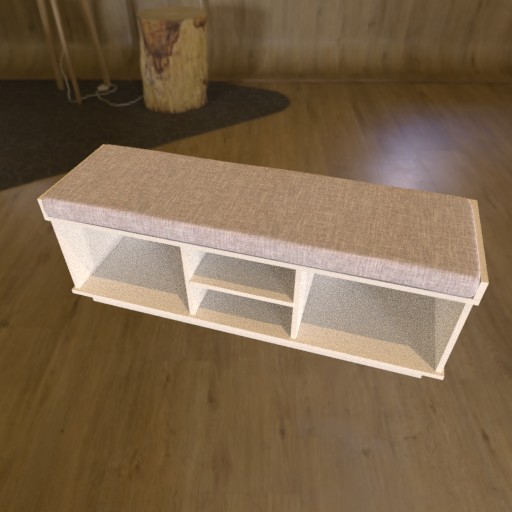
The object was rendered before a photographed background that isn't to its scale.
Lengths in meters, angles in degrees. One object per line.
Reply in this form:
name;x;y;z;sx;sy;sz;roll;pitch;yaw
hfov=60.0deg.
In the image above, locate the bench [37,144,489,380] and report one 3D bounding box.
bench;0.000;0.000;1.386;1.196;0.453;0.363;11;42;13
